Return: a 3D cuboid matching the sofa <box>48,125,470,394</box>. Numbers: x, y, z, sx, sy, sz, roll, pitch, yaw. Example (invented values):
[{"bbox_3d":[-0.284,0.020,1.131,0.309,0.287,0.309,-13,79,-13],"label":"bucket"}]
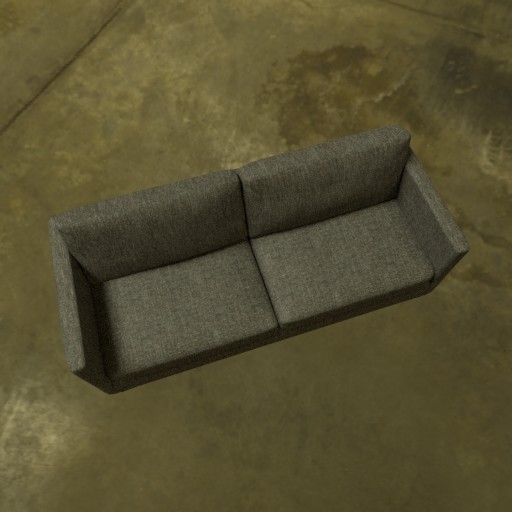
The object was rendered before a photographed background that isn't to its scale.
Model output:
[{"bbox_3d":[0.000,0.000,2.701,2.208,0.960,0.948,-16,65,-8],"label":"sofa"}]
